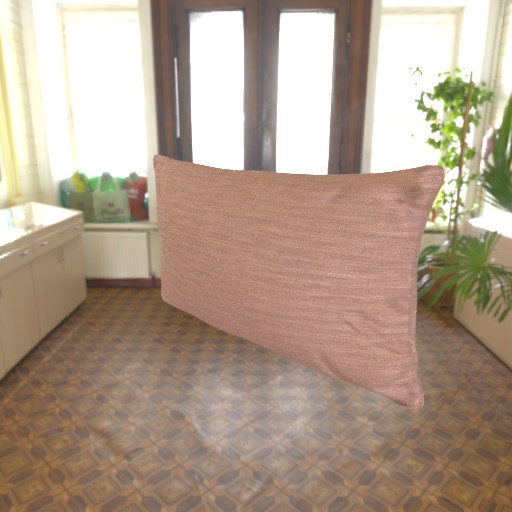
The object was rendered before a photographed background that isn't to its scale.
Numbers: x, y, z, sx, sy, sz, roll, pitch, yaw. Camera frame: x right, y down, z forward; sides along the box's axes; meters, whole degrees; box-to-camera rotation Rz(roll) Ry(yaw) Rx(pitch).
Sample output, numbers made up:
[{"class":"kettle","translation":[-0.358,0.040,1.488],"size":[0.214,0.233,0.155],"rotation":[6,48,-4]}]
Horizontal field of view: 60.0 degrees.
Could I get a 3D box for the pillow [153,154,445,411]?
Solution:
[{"class":"pillow","translation":[0.000,0.000,0.784],"size":[0.633,0.338,0.210],"rotation":[14,20,43]}]
